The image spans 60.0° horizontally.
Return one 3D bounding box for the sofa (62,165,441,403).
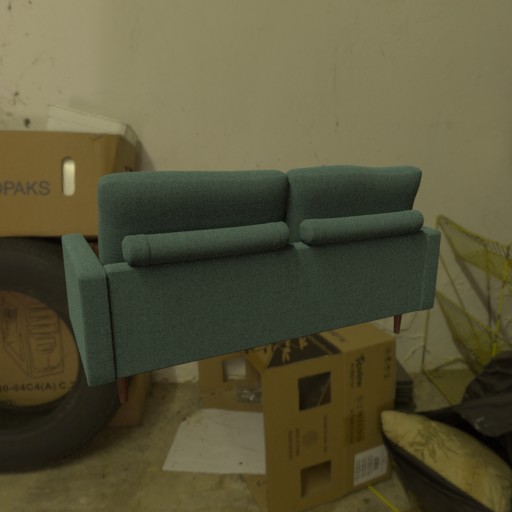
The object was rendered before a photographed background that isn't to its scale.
[{"bbox_3d":[0.000,0.000,2.579,2.010,1.050,0.966,-7,16,-26],"label":"sofa"}]
